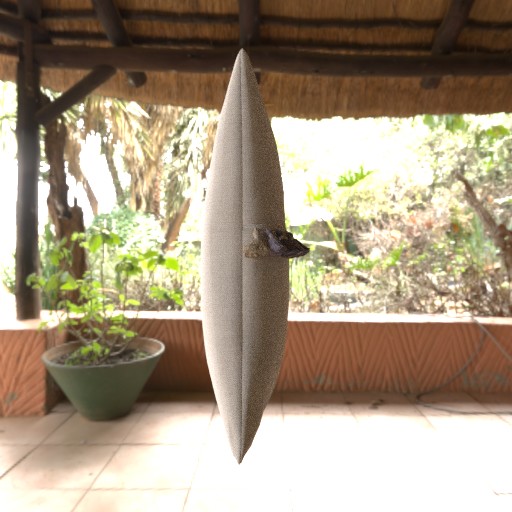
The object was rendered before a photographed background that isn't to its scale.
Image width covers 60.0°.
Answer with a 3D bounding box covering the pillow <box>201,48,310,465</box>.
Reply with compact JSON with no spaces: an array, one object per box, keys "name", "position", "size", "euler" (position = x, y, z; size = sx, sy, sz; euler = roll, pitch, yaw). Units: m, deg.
[{"name":"pillow","position":[0.000,0.000,0.747],"size":[0.165,0.481,0.489],"euler":[0,0,0]}]
